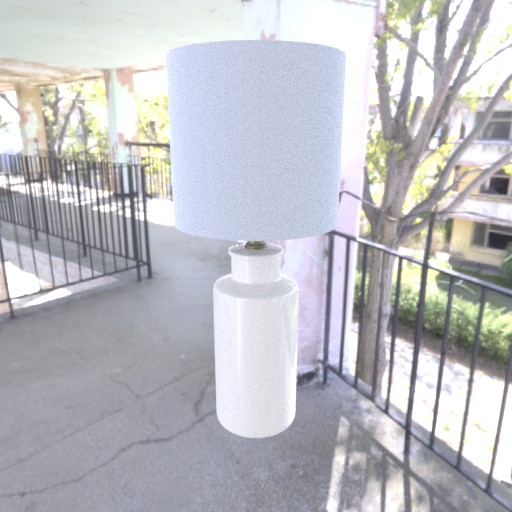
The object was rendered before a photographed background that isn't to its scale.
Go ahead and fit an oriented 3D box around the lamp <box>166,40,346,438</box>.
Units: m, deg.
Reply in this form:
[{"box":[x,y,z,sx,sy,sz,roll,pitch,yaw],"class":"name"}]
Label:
[{"box":[0.000,0.000,0.596,0.212,0.493,0.212,-8,18,-27],"class":"lamp"}]
